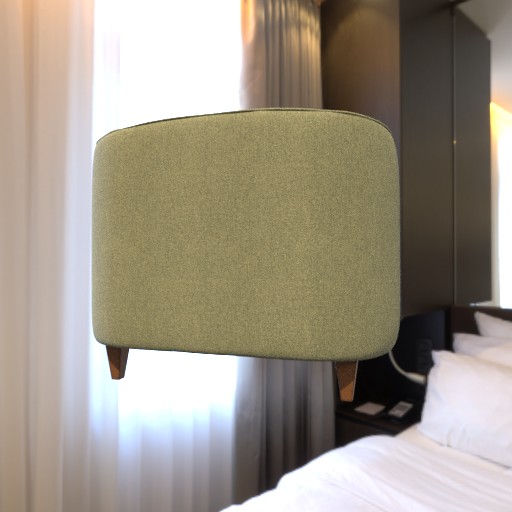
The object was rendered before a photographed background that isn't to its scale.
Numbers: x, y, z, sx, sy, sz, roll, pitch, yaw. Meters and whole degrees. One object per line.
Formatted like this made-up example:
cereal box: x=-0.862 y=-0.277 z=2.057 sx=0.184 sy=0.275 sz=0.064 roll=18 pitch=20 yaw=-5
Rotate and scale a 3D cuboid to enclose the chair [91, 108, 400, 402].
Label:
chair: x=0.000 y=0.000 z=1.760 sx=1.094 sy=0.852 sz=0.945 roll=0 pitch=0 yaw=17
